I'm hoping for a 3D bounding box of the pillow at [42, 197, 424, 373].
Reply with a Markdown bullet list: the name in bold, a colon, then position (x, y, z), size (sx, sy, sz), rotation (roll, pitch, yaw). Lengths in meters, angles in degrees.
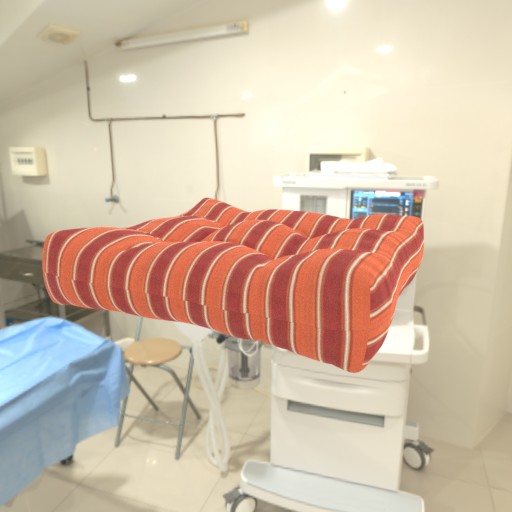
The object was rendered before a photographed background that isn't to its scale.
- **pillow**: position (0.000, 0.000, 0.736), size (0.490, 0.133, 0.468), rotation (7, 15, 25)
